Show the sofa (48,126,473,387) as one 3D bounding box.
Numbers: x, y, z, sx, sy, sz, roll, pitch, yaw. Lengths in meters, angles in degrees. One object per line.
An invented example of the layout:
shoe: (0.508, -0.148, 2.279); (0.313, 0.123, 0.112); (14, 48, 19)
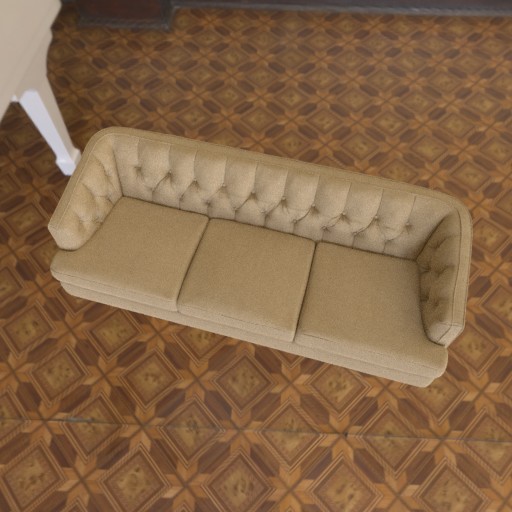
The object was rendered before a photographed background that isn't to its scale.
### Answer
sofa: (0.000, 0.000, 2.632); (2.235, 0.788, 0.913); (13, 60, 8)
